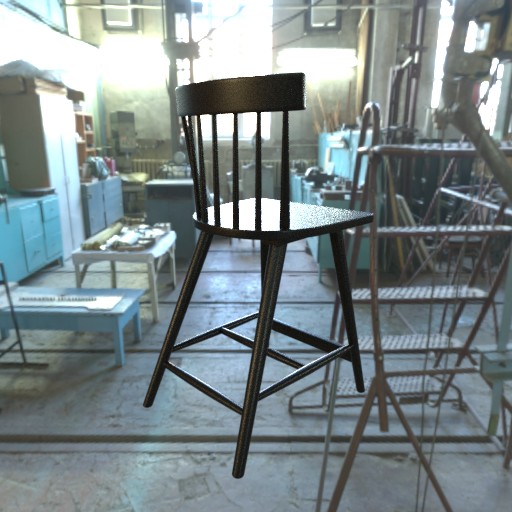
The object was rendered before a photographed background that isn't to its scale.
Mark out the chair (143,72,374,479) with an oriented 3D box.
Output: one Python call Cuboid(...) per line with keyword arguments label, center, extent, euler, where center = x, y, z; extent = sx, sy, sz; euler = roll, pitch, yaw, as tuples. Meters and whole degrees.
Cuboid(label="chair", center=(0.000, 0.000, 1.307), extent=(0.572, 0.952, 0.483), euler=(-15, 21, -43))
